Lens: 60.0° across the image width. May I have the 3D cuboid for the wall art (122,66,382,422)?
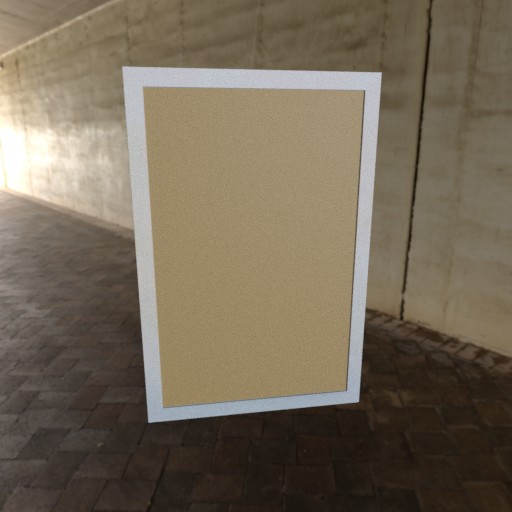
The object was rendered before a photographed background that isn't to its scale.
[{"bbox_3d":[0.000,0.000,0.787,0.408,0.611,0.038,-2,15,-9],"label":"wall art"}]
